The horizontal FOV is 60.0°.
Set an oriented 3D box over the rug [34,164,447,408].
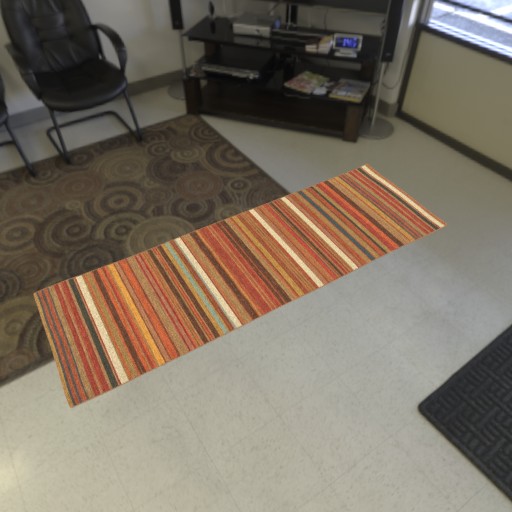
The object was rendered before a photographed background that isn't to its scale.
[{"bbox_3d":[0.000,0.000,2.682,2.444,0.030,0.799,-23,50,-21],"label":"rug"}]
